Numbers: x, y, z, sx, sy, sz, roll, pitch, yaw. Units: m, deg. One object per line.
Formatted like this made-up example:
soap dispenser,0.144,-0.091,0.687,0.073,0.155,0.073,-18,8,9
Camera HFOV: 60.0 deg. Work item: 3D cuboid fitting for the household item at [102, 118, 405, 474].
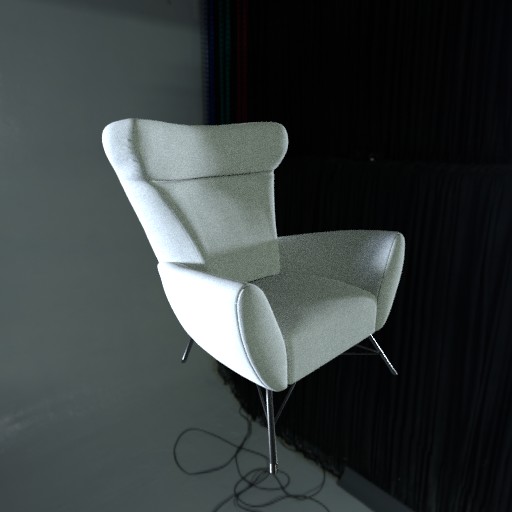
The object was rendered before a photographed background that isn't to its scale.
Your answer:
household item,0.000,0.000,1.777,0.900,1.050,0.980,14,21,41
